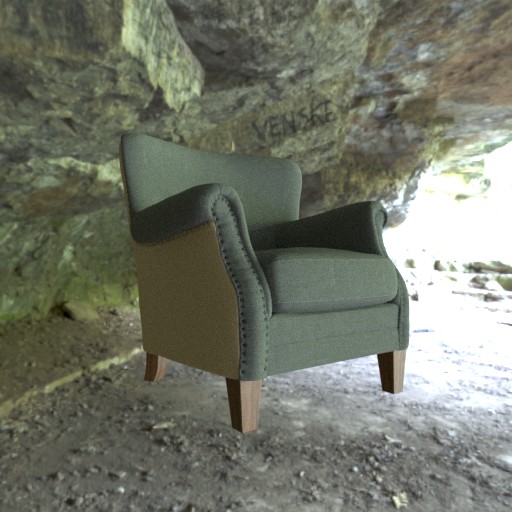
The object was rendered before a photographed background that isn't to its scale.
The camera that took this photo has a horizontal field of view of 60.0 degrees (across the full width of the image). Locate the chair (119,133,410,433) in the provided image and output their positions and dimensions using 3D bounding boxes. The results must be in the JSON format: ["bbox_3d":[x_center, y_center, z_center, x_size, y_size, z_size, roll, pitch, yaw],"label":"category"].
[{"bbox_3d":[0.000,0.000,1.656,0.861,0.936,0.921,0,0,-36],"label":"chair"}]
